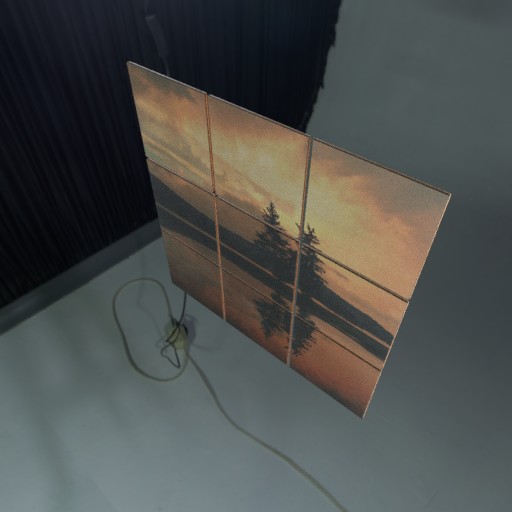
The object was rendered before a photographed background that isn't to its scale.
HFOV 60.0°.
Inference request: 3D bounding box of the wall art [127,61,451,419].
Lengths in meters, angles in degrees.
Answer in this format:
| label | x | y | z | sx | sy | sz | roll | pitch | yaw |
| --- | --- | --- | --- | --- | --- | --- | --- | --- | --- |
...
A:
| label | x | y | z | sx | sy | sz | roll | pitch | yaw |
| --- | --- | --- | --- | --- | --- | --- | --- | --- | --- |
| wall art | 0.000 | 0.000 | 1.769 | 1.216 | 1.218 | 0.013 | 31 | 53 | 27 |
